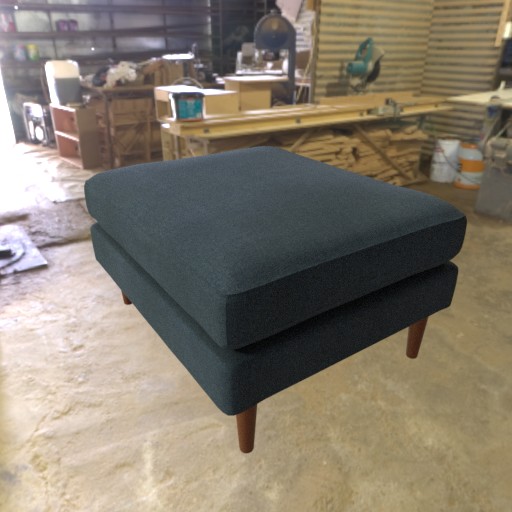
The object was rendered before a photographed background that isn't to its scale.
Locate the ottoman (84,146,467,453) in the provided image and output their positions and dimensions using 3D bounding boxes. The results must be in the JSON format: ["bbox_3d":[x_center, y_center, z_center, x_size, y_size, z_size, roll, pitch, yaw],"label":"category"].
[{"bbox_3d":[0.000,0.000,1.245,0.693,0.474,0.821,-17,30,-31],"label":"ottoman"}]
